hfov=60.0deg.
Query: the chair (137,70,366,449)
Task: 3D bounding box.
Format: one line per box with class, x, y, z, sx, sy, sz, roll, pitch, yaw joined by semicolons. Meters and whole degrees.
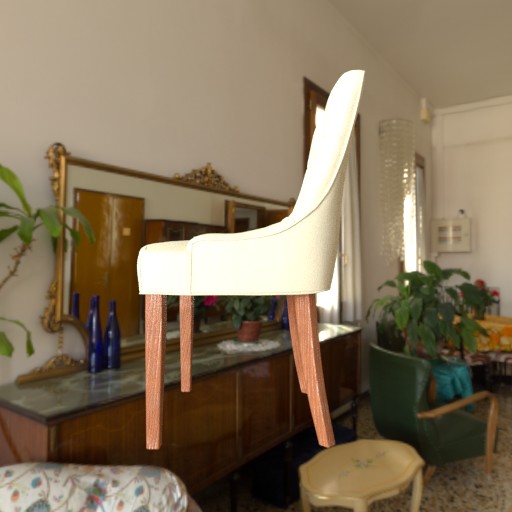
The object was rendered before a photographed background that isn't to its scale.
chair;0.000;0.000;1.233;0.565;0.874;0.509;0;-1;0
